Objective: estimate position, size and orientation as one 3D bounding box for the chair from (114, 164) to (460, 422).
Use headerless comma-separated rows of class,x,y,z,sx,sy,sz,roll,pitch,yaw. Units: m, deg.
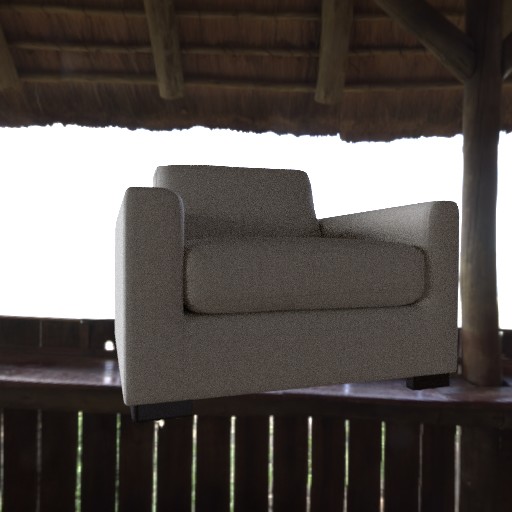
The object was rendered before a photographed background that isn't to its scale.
chair,0.000,0.000,1.788,1.070,0.876,1.100,0,0,-19
